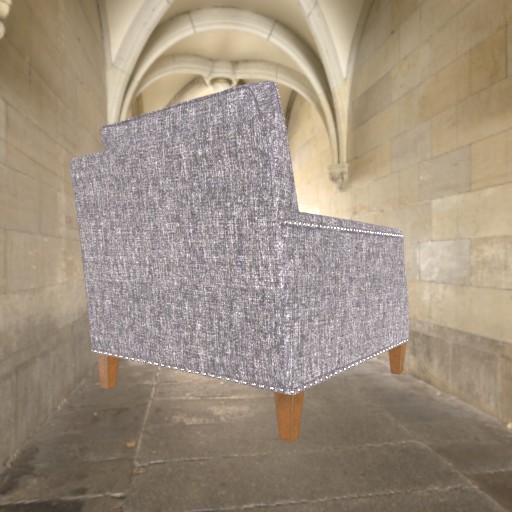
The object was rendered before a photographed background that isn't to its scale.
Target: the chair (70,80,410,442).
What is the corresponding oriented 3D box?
[{"bbox_3d":[0.000,0.000,1.664,0.853,0.943,1.014,0,0,36],"label":"chair"}]
